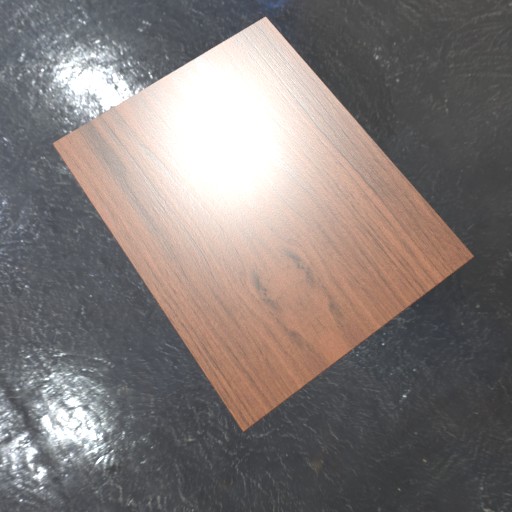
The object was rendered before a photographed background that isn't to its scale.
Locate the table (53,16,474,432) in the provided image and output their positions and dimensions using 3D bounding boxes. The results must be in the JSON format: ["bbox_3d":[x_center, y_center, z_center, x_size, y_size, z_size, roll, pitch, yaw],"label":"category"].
[{"bbox_3d":[0.000,0.000,0.926,0.381,0.636,0.480,-35,78,-9],"label":"table"}]
